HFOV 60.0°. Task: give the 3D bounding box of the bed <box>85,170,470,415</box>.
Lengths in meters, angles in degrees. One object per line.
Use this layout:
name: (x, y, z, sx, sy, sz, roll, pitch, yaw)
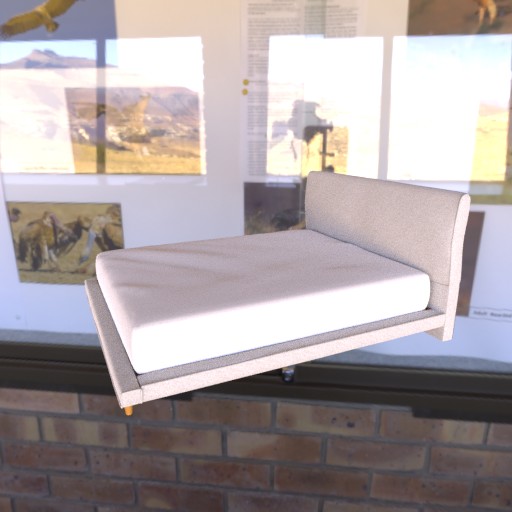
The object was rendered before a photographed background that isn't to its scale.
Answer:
bed: (0.000, 0.000, 3.567, 2.498, 1.126, 1.980, -8, 18, -24)
